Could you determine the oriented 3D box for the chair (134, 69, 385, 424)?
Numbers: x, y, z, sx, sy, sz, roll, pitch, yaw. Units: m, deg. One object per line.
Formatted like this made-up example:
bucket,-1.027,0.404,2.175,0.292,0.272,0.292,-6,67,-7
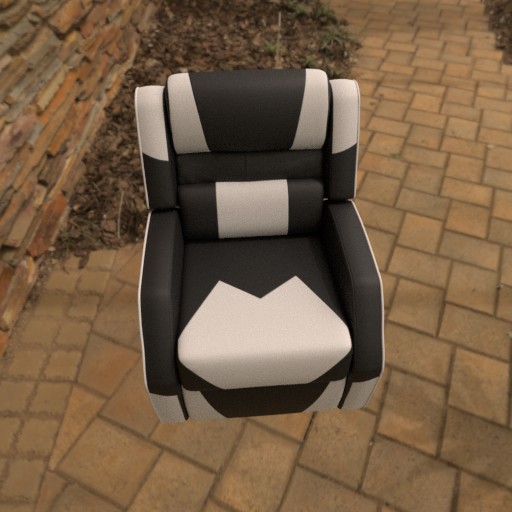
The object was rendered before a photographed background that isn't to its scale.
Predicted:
chair,0.000,0.000,1.266,0.620,0.805,0.672,-3,46,-3
